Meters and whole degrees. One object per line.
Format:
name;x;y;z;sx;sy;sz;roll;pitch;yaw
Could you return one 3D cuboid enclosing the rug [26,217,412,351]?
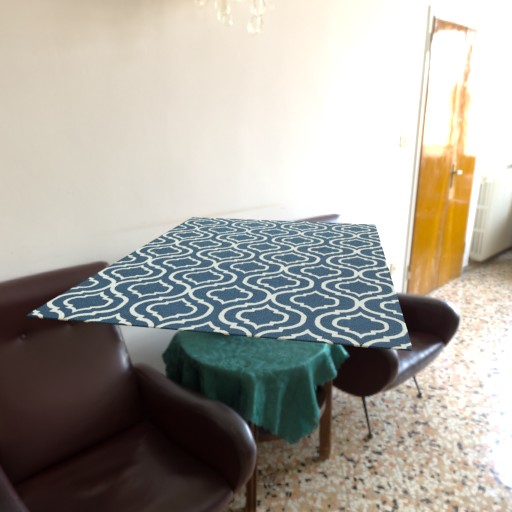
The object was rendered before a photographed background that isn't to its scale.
rug;0.000;0.000;4.270;2.438;0.010;3.353;3;17;11
